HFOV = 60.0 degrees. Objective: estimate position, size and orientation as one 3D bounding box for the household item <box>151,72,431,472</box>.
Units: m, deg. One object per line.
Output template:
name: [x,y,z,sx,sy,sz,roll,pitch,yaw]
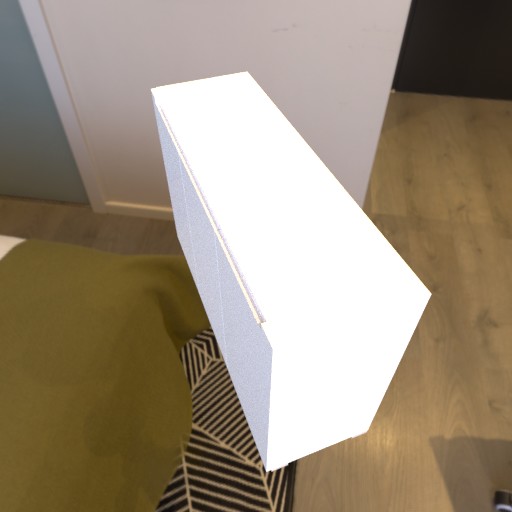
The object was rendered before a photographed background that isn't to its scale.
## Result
household item: [0.000,0.000,1.764,0.420,0.867,1.300,-16,49,-14]
